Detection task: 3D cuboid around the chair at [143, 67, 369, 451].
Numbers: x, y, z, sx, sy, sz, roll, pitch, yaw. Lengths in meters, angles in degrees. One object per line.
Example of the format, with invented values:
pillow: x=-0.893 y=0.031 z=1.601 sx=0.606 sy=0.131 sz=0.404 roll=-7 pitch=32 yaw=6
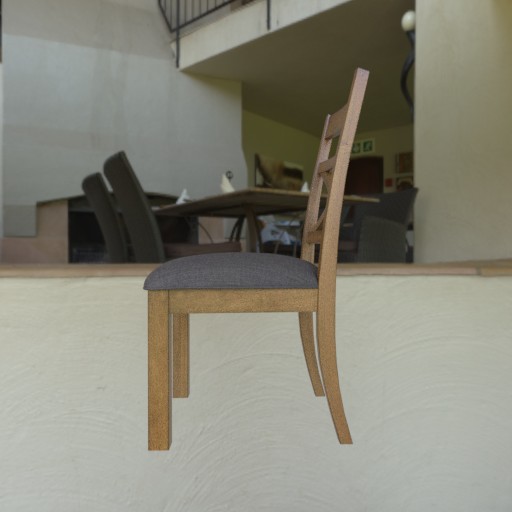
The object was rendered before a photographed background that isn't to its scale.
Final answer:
chair: x=0.000 y=0.000 z=1.309 sx=0.581 sy=0.949 sz=0.470 roll=0 pitch=1 yaw=-2
